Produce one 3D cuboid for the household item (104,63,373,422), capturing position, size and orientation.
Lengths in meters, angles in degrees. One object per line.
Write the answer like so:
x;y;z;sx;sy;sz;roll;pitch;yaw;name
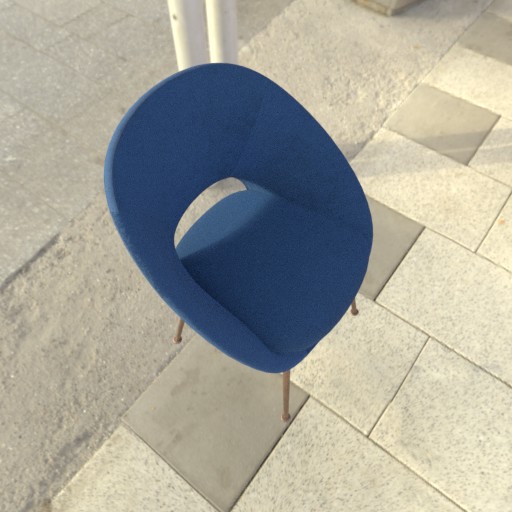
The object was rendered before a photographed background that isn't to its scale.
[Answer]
0.000;0.000;1.219;0.573;0.852;0.623;31;62;18;household item
